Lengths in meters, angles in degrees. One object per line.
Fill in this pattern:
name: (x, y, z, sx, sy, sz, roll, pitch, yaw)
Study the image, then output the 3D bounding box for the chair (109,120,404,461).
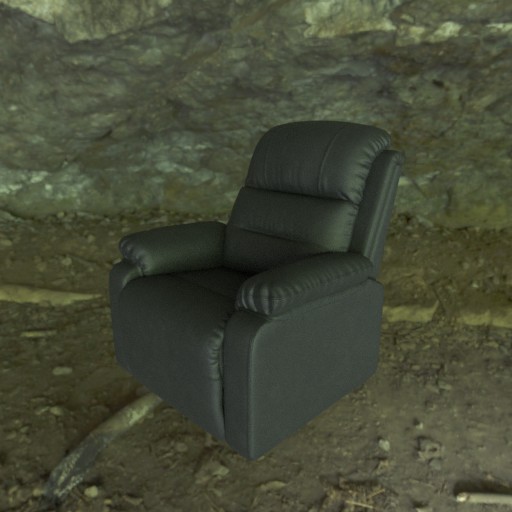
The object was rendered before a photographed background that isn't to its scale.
chair: (0.000, 0.000, 1.690, 0.855, 0.992, 0.919, 16, 23, 42)
